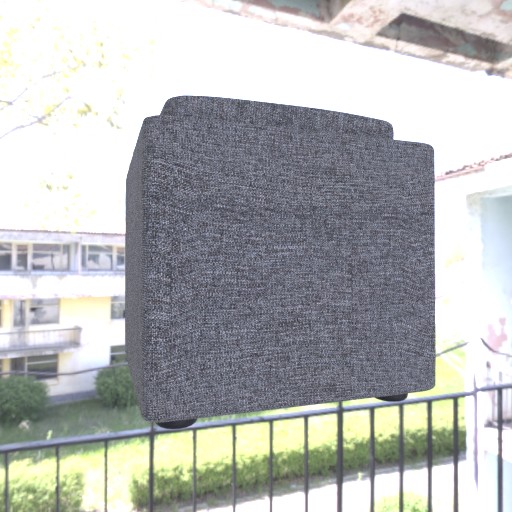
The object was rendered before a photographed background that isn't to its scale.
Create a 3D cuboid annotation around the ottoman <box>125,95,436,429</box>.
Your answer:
[{"bbox_3d":[0.000,0.000,0.825,0.450,0.460,0.450,0,-1,-19],"label":"ottoman"}]
